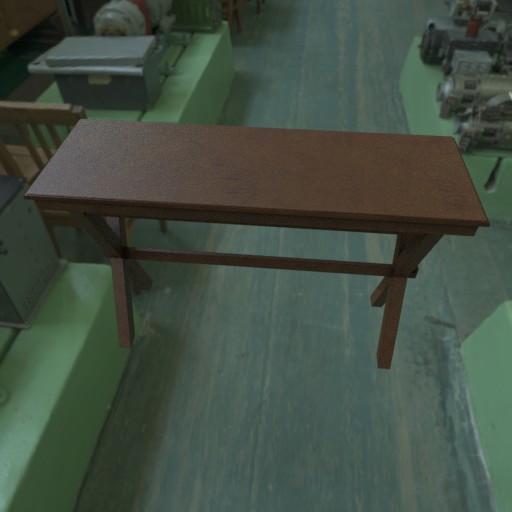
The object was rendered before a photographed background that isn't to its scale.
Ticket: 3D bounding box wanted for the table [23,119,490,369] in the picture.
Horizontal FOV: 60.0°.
[{"bbox_3d":[0.000,0.000,1.537,1.197,0.763,0.399,4,46,4],"label":"table"}]
